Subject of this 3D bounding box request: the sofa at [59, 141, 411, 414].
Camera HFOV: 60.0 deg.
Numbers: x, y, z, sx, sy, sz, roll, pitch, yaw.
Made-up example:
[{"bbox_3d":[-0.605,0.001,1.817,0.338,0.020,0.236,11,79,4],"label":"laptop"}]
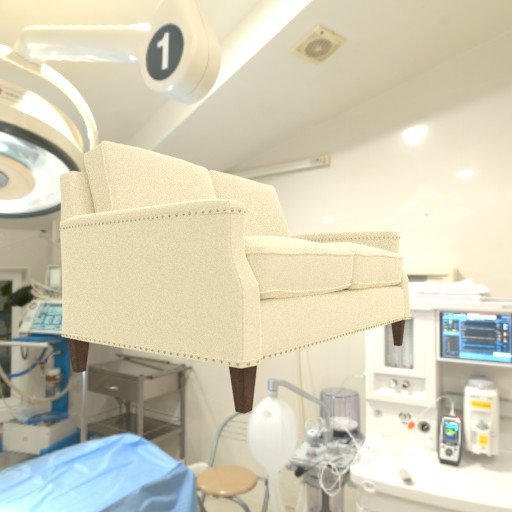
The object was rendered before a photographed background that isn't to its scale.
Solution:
[{"bbox_3d":[0.000,0.000,2.237,1.084,1.003,1.597,-1,-2,36],"label":"sofa"}]
